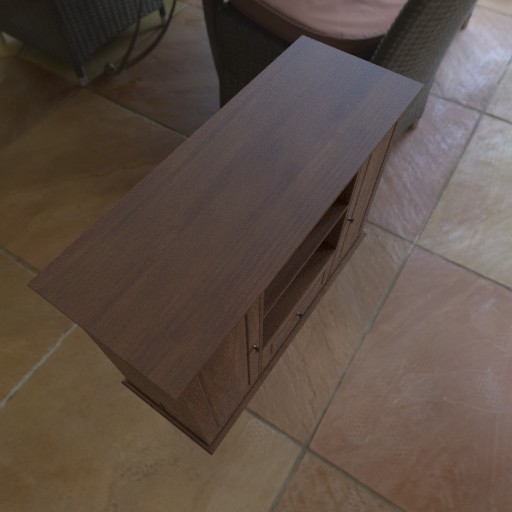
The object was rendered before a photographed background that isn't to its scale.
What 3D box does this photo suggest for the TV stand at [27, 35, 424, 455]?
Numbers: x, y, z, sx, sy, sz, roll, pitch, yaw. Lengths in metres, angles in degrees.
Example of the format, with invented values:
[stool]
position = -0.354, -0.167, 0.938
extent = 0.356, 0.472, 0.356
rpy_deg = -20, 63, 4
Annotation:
[TV stand]
position = 0.000, 0.000, 1.429
extent = 0.406, 0.813, 1.067
rpy_deg = 31, 63, 18
